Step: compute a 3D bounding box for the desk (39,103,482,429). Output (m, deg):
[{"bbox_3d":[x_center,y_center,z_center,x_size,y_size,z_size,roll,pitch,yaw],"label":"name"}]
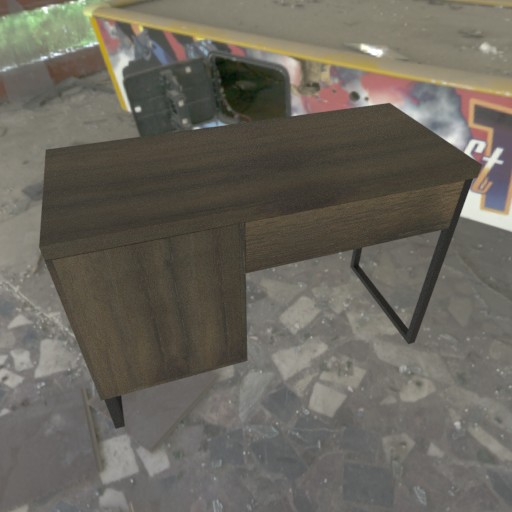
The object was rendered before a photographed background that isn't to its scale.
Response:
[{"bbox_3d":[0.000,0.000,1.498,1.134,0.752,0.511,-12,41,-14],"label":"desk"}]
